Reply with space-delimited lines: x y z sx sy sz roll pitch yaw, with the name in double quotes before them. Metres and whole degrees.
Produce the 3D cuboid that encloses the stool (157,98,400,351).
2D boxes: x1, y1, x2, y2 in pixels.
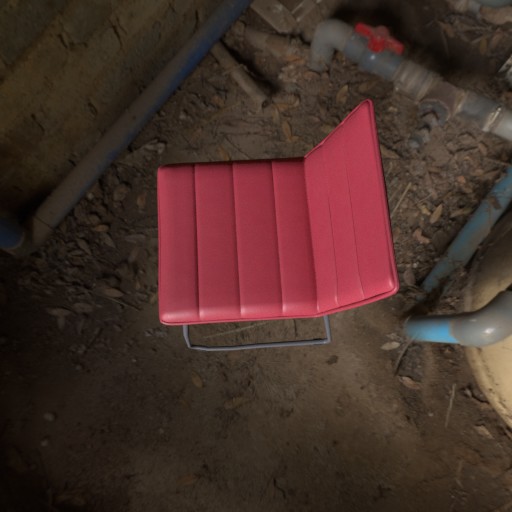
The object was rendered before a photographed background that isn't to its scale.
"stool" 0.000 0.000 1.257 0.524 0.937 0.489 -4 76 -1
